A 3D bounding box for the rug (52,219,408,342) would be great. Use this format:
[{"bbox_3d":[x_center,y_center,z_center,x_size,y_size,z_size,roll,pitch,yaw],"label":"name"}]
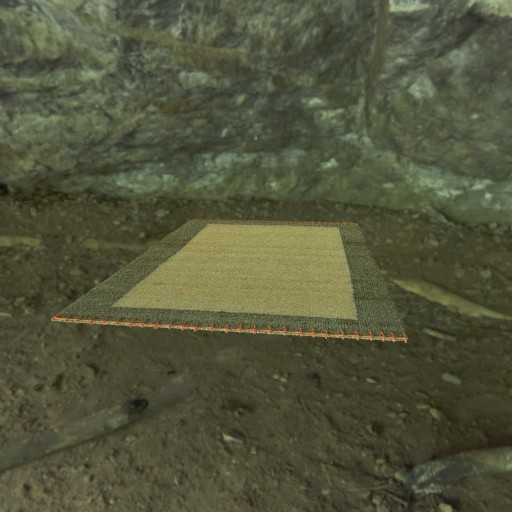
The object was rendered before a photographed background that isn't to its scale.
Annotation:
[{"bbox_3d":[0.000,0.000,2.326,1.220,0.019,1.838,2,16,7],"label":"rug"}]
